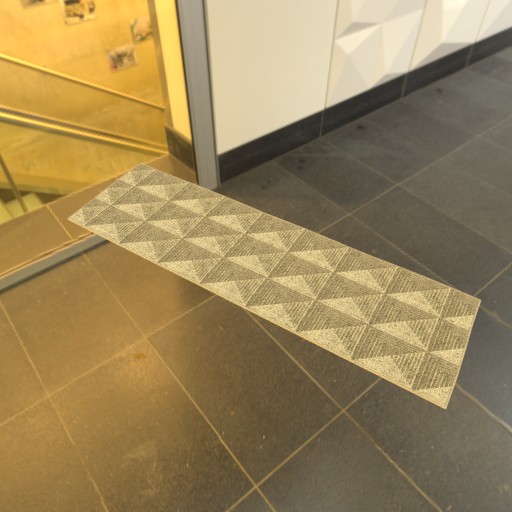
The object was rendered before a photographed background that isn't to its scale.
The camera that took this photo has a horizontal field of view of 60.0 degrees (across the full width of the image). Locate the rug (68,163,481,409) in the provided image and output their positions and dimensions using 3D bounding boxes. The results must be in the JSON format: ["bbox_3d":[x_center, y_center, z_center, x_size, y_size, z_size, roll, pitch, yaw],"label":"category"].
[{"bbox_3d":[0.000,0.000,2.351,2.182,0.015,0.645,24,51,21],"label":"rug"}]
